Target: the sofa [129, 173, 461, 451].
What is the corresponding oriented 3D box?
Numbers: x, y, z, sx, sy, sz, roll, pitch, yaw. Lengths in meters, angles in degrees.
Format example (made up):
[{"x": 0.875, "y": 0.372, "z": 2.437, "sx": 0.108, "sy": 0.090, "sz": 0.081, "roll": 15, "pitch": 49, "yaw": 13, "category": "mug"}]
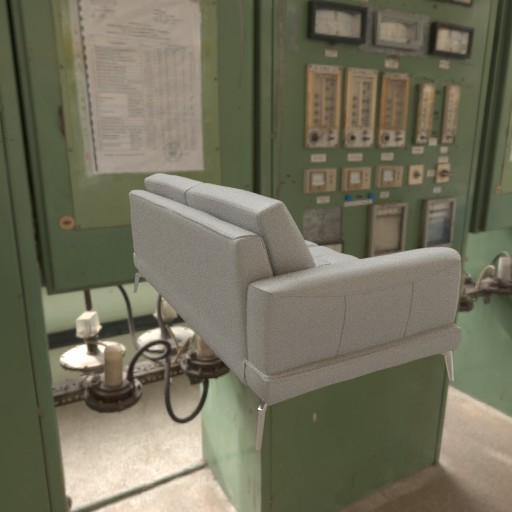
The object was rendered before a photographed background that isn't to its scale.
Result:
[{"x": 0.000, "y": 0.000, "z": 2.719, "sx": 1.121, "sy": 0.930, "sz": 2.177, "roll": -8, "pitch": 17, "yaw": -27, "category": "sofa"}]
